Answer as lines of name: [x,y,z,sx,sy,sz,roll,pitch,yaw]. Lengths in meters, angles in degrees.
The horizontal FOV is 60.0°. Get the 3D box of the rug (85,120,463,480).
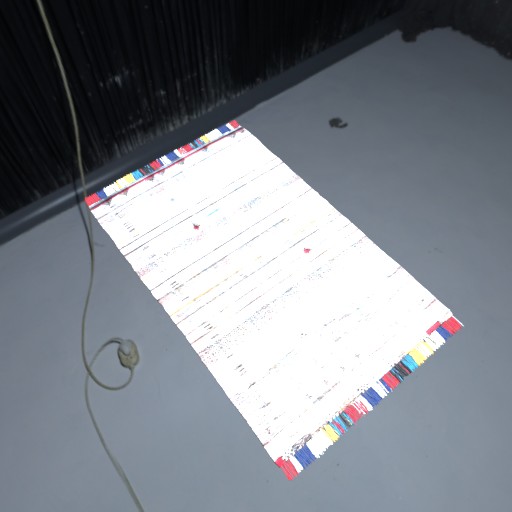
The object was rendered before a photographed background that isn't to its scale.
rug: [0.000,0.000,3.086,1.465,0.012,2.465,-33,63,-19]
